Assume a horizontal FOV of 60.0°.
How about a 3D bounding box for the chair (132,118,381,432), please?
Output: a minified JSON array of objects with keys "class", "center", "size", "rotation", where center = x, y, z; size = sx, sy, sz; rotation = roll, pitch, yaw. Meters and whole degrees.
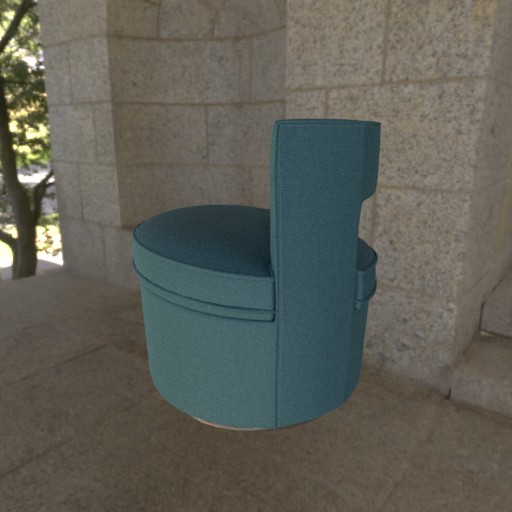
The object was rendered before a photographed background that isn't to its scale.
[{"class":"chair","center":[0.000,0.000,1.233],"size":[0.660,0.711,0.684],"rotation":[2,15,9]}]
